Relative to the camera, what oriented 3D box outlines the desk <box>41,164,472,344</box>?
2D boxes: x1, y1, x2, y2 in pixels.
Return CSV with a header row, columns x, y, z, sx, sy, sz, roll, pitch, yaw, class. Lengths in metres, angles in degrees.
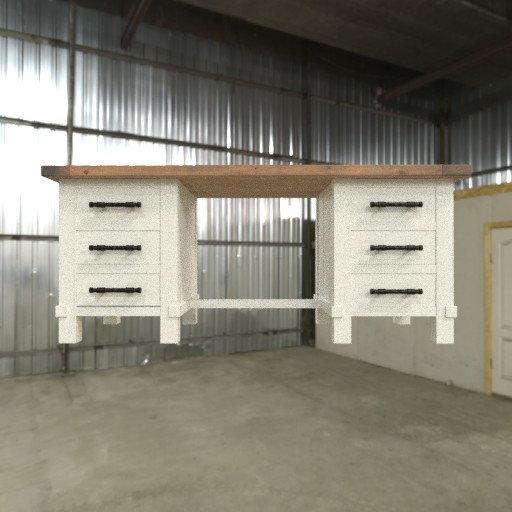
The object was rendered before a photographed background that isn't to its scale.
x,y,z,sx,sy,sz,roll,pitch,yaw,class
0.000,0.000,2.199,1.803,0.760,0.688,0,0,0,desk
